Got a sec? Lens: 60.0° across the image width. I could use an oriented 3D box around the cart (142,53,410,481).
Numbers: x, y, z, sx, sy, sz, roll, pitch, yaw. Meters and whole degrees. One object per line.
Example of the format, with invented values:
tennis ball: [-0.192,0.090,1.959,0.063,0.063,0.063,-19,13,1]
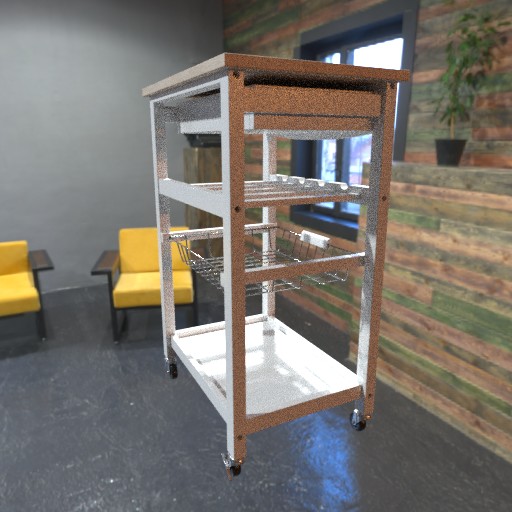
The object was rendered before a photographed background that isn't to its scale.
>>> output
cart: [0.000,0.000,1.159,0.406,0.857,0.578,-7,16,-26]
